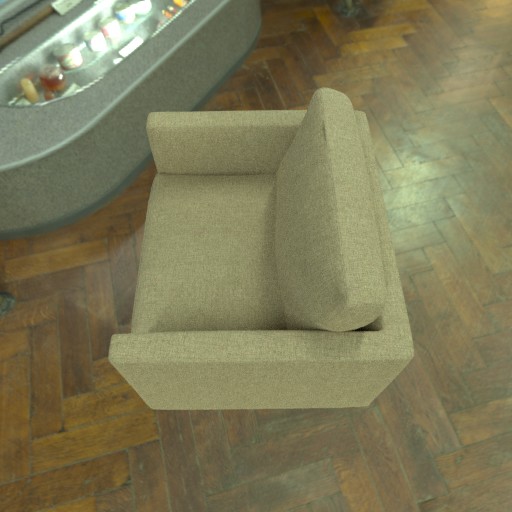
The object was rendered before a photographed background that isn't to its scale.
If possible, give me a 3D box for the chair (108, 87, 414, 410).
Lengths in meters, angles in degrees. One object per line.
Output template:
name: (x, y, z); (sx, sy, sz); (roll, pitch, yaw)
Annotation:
chair: (0.000, 0.000, 1.833); (0.959, 0.987, 1.107); (-1, 59, 0)
